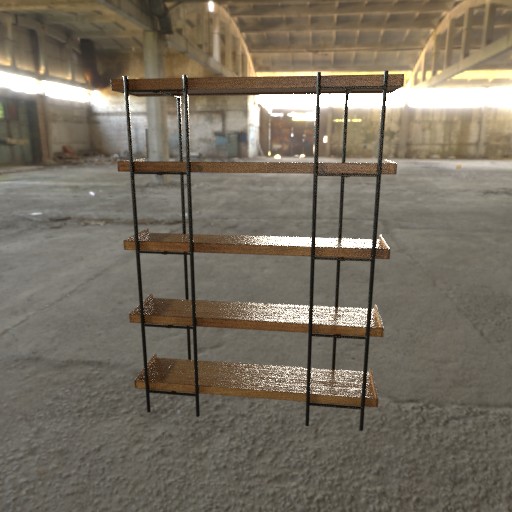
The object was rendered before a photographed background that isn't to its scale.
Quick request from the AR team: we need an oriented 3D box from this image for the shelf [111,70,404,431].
[{"bbox_3d":[0.000,0.000,2.441,1.371,1.826,0.379,2,15,8],"label":"shelf"}]
